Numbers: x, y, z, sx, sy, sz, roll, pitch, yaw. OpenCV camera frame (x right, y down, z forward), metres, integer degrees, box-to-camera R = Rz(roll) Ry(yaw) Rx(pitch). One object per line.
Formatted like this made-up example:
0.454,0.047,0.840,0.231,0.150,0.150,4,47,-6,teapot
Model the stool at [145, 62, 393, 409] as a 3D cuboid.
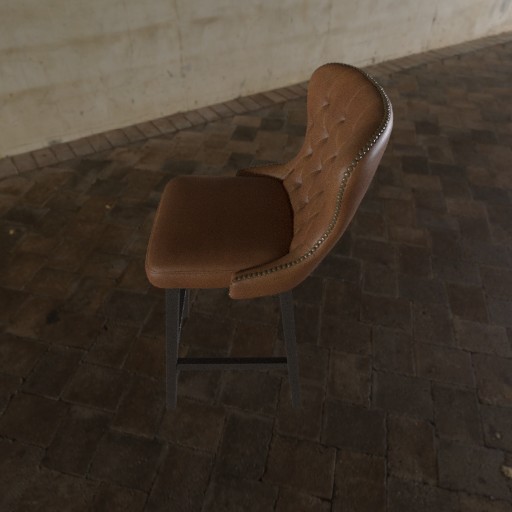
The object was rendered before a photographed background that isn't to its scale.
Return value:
0.000,0.000,1.298,0.593,0.971,0.528,0,42,0,stool
